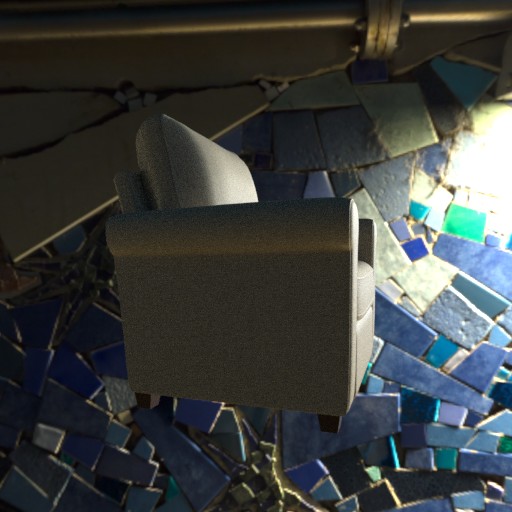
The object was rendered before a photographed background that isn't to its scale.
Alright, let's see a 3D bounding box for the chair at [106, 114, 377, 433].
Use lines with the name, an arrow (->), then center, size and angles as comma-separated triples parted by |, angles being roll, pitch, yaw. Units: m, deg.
chair -> 0.000, 0.000, 2.355 | 1.180, 1.349, 1.275 | 0, 0, 19
